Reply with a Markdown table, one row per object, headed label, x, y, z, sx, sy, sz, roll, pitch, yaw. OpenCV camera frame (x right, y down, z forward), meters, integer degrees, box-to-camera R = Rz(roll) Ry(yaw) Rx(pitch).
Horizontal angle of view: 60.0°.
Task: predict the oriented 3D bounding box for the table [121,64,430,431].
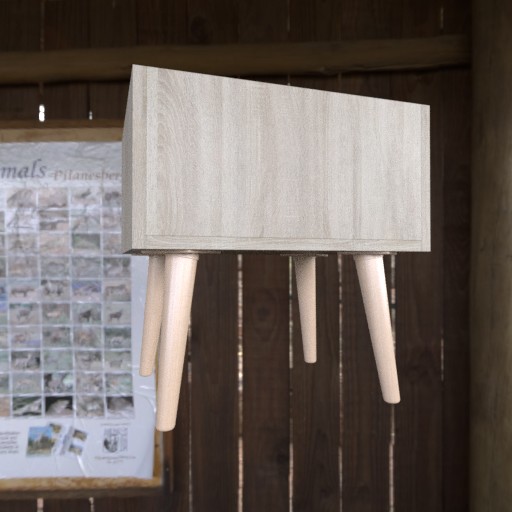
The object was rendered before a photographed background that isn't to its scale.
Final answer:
| label | x | y | z | sx | sy | sz | roll | pitch | yaw |
| --- | --- | --- | --- | --- | --- | --- | --- | --- | --- |
| table | 0.000 | 0.000 | 0.795 | 0.450 | 0.470 | 0.370 | 0 | -1 | -19 |
